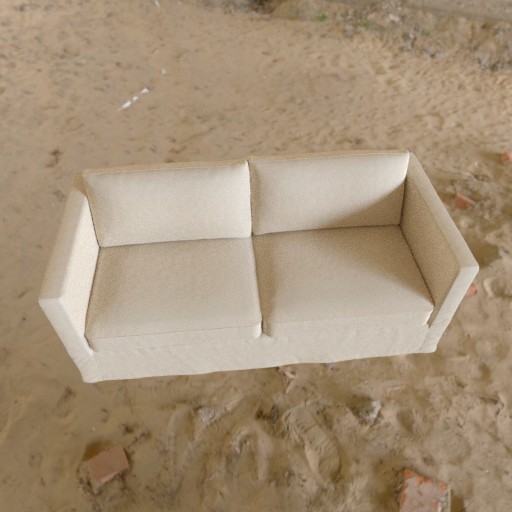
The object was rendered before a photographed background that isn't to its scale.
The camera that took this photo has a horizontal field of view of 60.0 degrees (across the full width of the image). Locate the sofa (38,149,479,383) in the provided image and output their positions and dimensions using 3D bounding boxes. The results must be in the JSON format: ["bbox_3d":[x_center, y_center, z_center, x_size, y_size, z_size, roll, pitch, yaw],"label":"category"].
[{"bbox_3d":[0.000,0.000,2.457,1.987,0.870,0.940,-4,48,-4],"label":"sofa"}]
